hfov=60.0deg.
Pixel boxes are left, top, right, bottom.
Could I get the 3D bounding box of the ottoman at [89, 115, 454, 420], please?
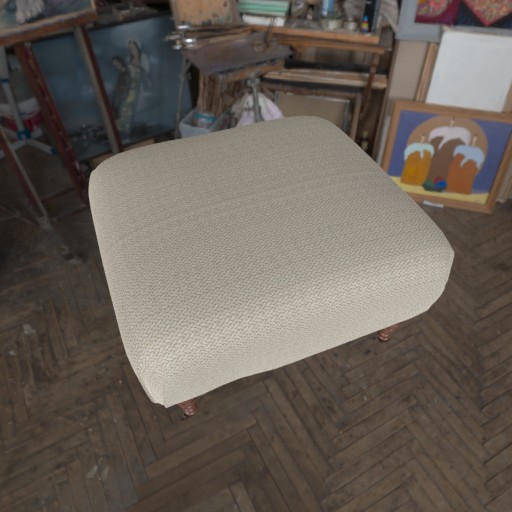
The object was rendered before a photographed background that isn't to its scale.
[{"bbox_3d":[0.000,0.000,1.088,0.684,0.447,0.622,-17,49,-15],"label":"ottoman"}]
